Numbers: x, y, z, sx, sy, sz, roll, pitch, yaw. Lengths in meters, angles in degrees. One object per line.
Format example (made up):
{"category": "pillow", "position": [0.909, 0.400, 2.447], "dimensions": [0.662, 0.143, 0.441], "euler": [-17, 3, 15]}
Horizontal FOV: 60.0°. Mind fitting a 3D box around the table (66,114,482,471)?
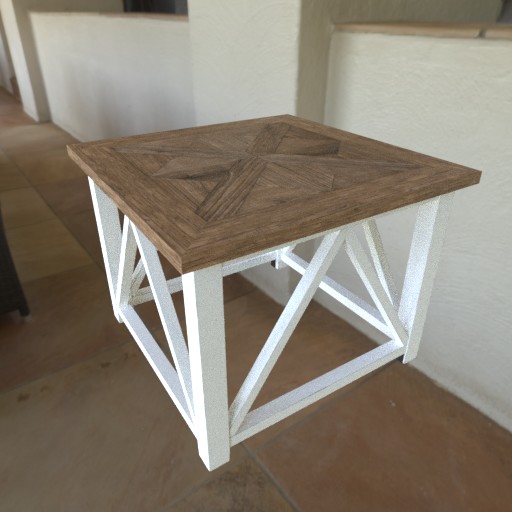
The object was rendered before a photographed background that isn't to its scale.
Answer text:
{"category": "table", "position": [0.000, 0.000, 1.167], "dimensions": [0.700, 0.532, 0.700], "euler": [-17, 34, -28]}
